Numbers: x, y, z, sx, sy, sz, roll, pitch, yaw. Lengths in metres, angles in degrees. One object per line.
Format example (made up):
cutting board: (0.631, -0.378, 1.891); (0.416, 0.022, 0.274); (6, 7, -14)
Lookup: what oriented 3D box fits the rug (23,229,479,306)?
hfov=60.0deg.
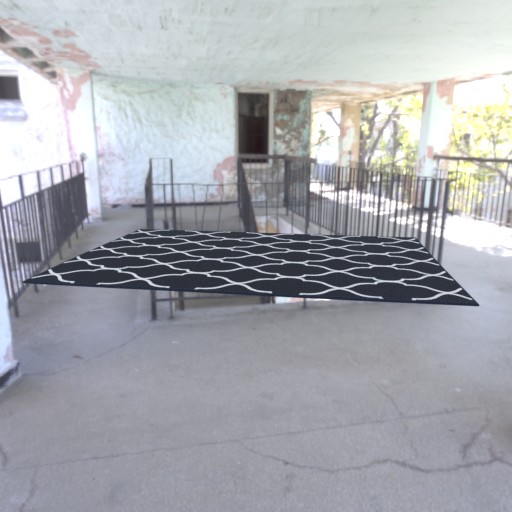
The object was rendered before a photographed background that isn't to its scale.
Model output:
rug: (0.000, 0.000, 2.904); (2.290, 0.014, 1.526); (2, 14, 9)
